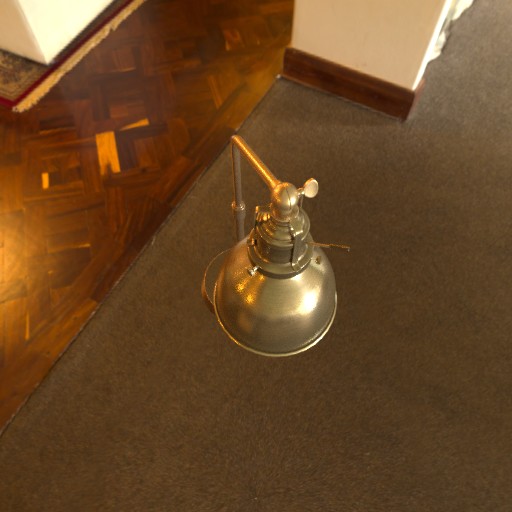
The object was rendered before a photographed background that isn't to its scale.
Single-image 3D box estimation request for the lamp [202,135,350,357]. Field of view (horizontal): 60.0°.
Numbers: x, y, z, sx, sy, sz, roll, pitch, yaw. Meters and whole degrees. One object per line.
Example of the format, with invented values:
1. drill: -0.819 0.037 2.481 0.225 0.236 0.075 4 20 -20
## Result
1. lamp: 0.000 0.000 0.583 0.153 0.456 0.286 -18 63 -10
